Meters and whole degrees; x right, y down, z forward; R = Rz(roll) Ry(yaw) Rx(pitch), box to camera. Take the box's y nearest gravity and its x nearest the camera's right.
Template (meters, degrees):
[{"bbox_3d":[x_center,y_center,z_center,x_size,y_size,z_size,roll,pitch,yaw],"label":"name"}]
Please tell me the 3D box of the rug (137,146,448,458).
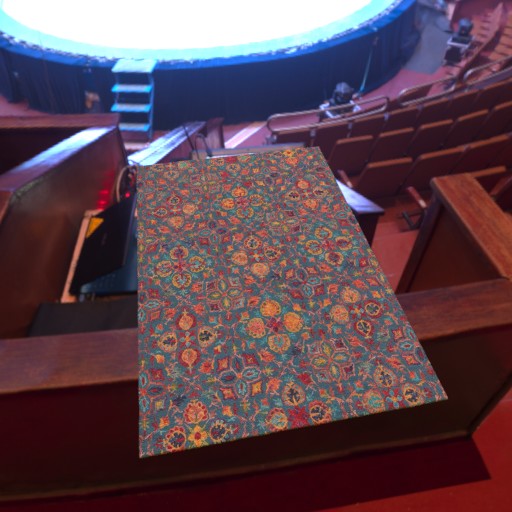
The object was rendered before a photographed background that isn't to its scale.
[{"bbox_3d":[0.000,0.000,2.309,1.216,0.014,1.836,-8,47,-7],"label":"rug"}]
